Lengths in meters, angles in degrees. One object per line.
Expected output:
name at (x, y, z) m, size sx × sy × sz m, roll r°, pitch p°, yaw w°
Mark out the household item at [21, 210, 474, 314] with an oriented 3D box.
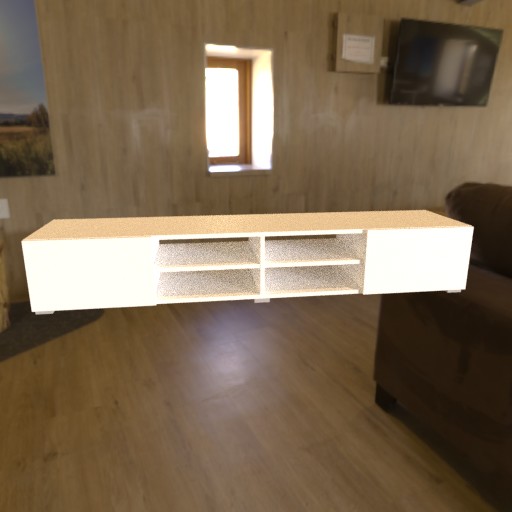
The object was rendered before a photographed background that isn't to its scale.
household item at (0.000, 0.000, 2.039) m, size 1.850 × 0.310 × 0.420 m, roll -2°, pitch 16°, yaw -8°
